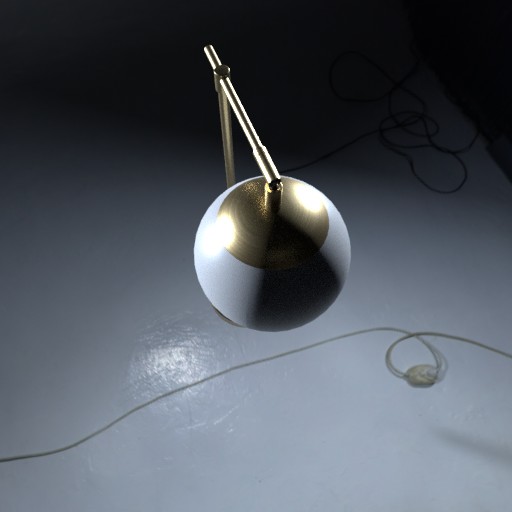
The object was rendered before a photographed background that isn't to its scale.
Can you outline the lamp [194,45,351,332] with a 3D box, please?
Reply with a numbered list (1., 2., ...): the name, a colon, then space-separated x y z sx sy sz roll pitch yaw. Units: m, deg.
1. lamp: 0.000 0.000 0.721 0.207 0.559 0.324 -19 65 -9
